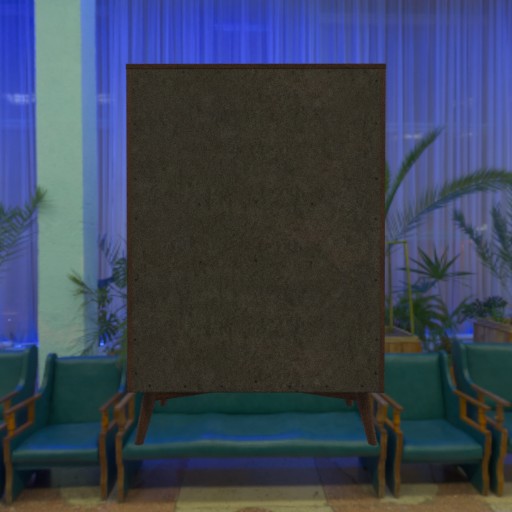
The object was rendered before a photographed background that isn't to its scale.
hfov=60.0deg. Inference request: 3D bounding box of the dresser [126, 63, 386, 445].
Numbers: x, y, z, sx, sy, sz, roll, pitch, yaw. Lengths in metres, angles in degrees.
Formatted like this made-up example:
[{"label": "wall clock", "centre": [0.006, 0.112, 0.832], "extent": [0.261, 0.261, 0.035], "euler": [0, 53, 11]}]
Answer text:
[{"label": "dresser", "centre": [0.000, 0.000, 1.822], "extent": [0.919, 1.365, 0.498], "euler": [0, 1, 0]}]
